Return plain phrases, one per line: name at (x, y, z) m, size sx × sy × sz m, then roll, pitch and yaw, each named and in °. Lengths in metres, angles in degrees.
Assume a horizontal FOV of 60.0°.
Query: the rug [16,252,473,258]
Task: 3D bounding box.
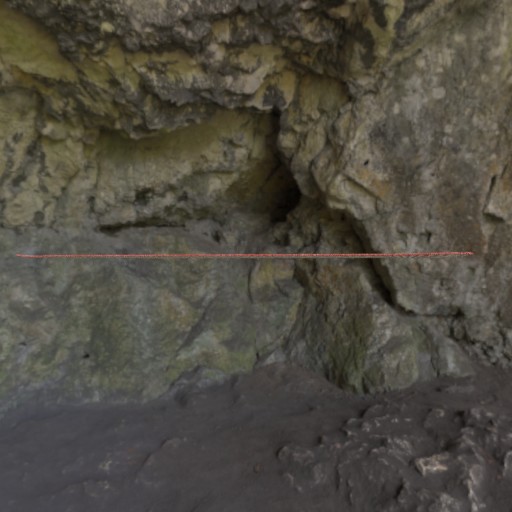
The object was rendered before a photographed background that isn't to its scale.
rug at (0.000, 0.000, 2.787) m, size 2.286 × 0.026 × 1.521 m, roll 0°, pitch -1°, yaw 19°
